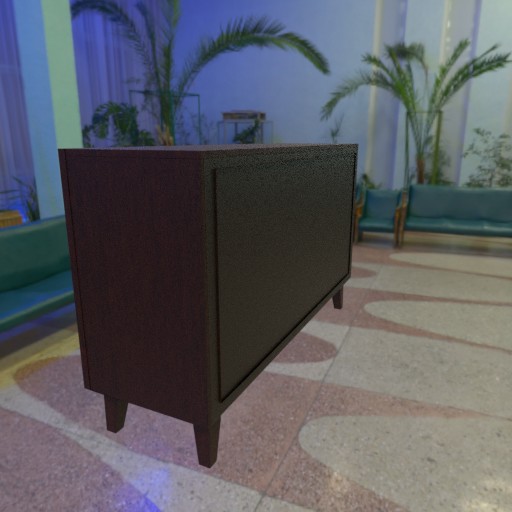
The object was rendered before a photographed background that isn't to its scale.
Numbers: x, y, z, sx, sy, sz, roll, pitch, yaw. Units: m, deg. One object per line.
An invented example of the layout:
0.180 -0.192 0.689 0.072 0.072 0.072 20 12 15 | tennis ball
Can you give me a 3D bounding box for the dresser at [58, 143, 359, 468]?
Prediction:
0.000 0.000 2.004 0.499 0.971 1.609 7 16 25 | dresser
